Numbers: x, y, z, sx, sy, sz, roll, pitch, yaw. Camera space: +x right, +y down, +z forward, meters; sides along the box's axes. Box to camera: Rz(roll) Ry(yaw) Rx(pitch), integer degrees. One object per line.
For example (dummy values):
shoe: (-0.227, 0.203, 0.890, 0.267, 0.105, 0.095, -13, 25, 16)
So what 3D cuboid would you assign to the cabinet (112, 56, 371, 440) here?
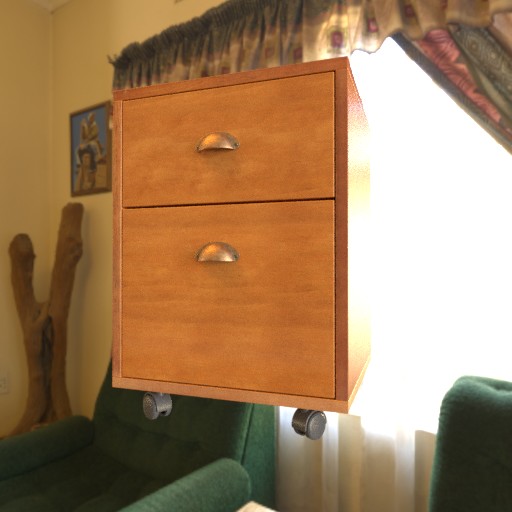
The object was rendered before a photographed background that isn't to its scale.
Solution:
cabinet: (0.000, 0.000, 0.877, 0.409, 0.579, 0.401, 0, -1, 19)
